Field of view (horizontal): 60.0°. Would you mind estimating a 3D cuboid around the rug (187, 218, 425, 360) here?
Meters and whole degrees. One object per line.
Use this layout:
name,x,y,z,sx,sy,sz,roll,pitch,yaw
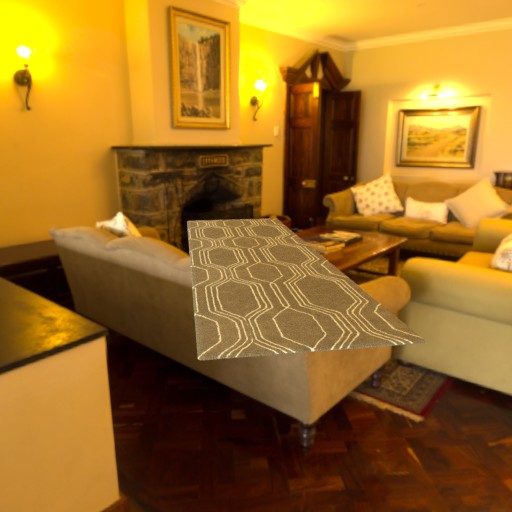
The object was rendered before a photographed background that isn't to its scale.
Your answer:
rug,0.000,0.000,2.627,0.773,0.012,2.464,-2,15,-9
